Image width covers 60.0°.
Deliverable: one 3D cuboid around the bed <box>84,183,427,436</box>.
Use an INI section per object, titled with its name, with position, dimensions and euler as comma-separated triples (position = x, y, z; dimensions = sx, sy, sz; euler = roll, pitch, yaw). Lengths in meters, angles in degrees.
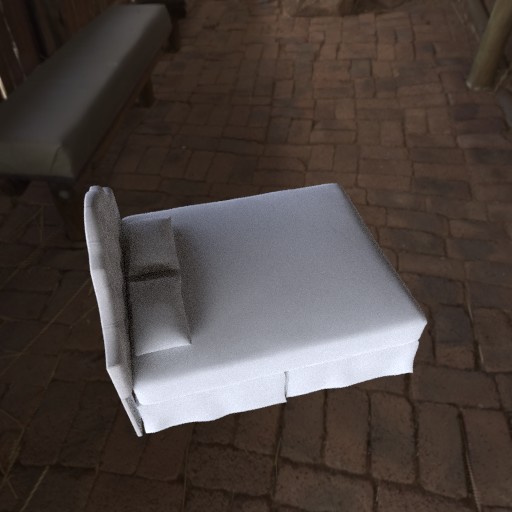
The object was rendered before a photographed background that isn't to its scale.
[bed]
position = 0.000, 0.000, 3.881
dimensions = 2.477, 1.617, 2.039
euler = -11, 47, -10
